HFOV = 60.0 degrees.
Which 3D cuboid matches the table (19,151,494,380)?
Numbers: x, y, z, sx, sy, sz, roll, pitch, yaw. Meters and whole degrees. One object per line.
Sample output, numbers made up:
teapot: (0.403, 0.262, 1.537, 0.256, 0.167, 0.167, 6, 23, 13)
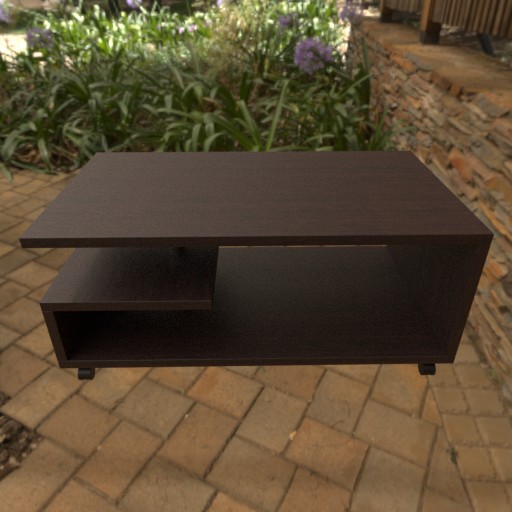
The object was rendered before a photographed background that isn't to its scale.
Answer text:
table: (0.000, 0.000, 1.348, 1.050, 0.460, 0.590, -1, 31, -1)
